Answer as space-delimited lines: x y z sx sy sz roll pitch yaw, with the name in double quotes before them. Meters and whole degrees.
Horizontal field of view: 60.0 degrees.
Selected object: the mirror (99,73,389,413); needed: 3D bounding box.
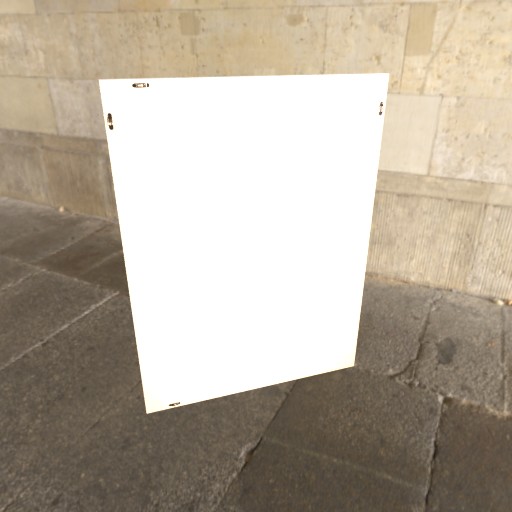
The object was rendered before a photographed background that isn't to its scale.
"mirror" 0.000 0.000 1.349 0.762 1.016 0.040 -8 27 -16
